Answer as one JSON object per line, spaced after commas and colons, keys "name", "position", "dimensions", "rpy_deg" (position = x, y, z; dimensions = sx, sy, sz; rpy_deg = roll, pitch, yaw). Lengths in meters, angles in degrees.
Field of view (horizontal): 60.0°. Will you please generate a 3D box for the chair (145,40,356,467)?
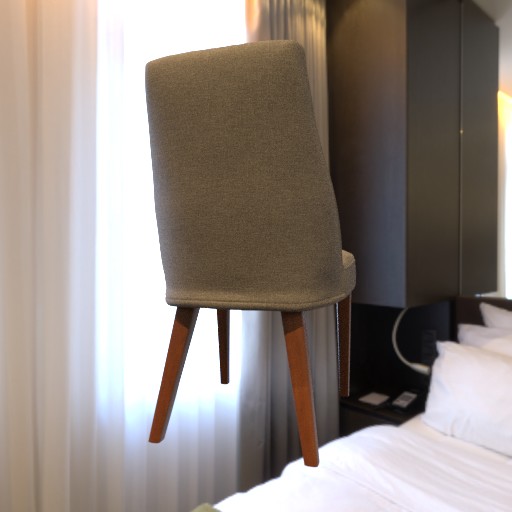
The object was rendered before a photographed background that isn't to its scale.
{"name": "chair", "position": [0.000, 0.000, 1.243], "dimensions": [0.500, 0.930, 0.620], "rpy_deg": [0, 1, 18]}
